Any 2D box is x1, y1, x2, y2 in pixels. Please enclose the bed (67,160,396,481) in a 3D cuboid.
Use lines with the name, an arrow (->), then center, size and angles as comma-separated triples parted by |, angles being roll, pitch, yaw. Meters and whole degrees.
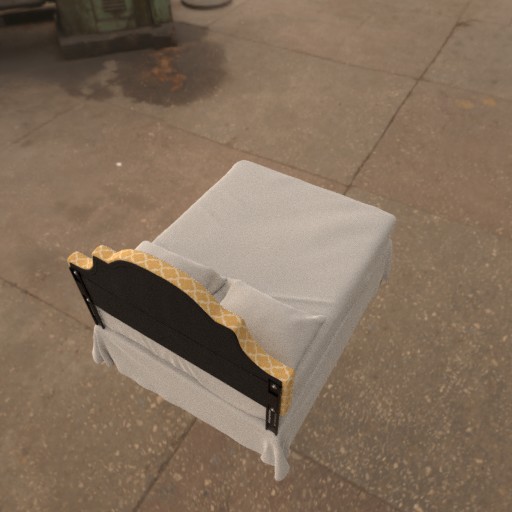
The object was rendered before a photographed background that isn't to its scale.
bed -> 0.000, 0.000, 3.348 | 1.780, 1.633, 2.222 | 25, 52, 21
